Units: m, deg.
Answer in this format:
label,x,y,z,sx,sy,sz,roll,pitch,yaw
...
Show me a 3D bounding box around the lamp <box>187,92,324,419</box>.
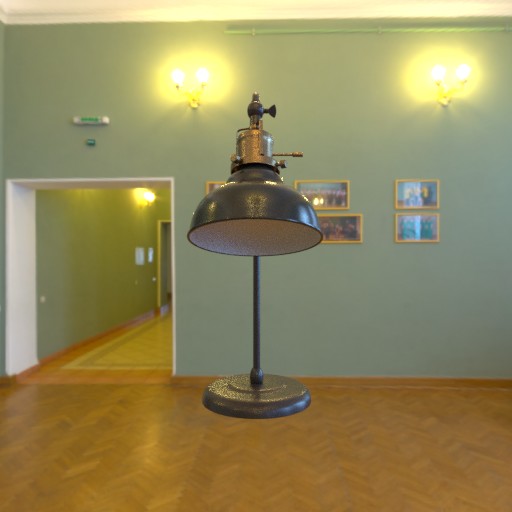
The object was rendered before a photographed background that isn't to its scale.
label,x,y,z,sx,sy,sz,roll,pitch,yaw
lamp,0.000,0.000,0.695,0.192,0.508,0.374,0,0,1
